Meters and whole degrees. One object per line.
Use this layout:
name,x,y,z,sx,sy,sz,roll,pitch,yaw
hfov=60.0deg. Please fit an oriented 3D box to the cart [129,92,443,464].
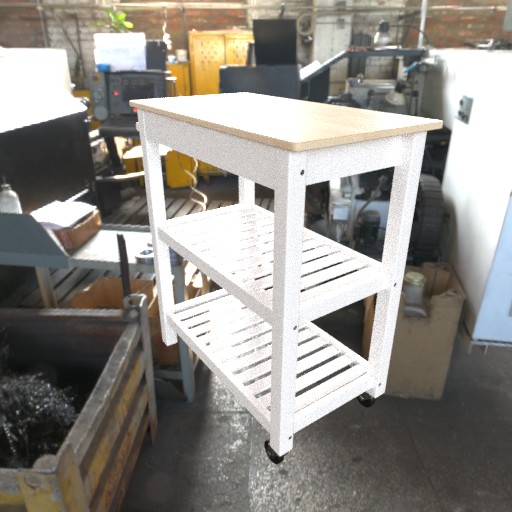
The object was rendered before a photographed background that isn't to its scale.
cart,0.000,0.000,1.453,0.457,0.927,0.899,-17,30,-31
